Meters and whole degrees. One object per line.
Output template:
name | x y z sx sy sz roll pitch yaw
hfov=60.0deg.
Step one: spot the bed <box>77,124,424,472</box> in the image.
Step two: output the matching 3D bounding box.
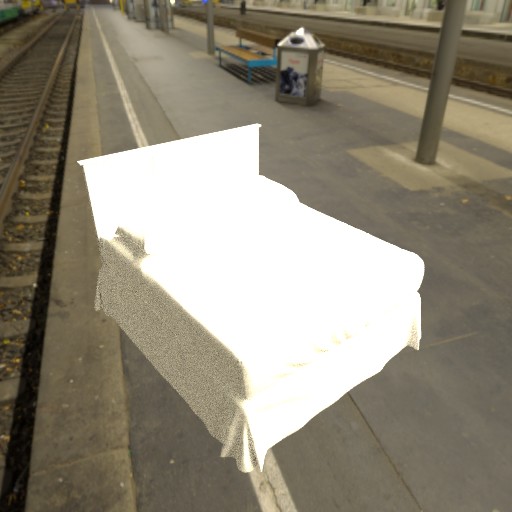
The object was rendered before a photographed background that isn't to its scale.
bed | 0.000 0.000 3.240 1.876 1.269 2.047 -23 38 -33
